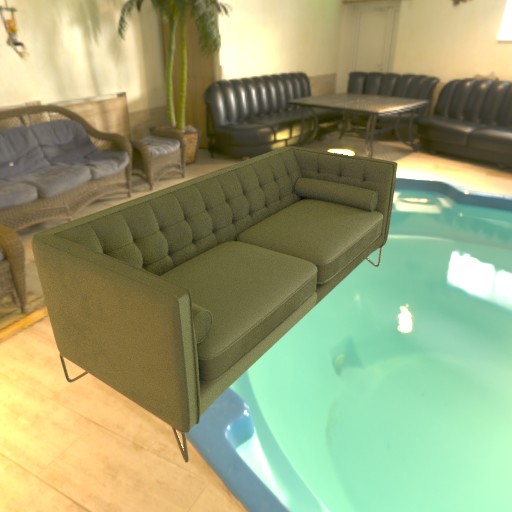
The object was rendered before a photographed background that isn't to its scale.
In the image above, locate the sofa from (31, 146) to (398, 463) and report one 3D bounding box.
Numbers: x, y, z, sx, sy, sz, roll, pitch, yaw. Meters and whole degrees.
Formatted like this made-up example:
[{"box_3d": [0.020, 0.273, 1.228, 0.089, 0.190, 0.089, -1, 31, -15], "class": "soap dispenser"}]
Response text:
[{"box_3d": [0.000, 0.000, 2.524, 0.867, 0.789, 2.087, 17, 31, 31], "class": "sofa"}]
